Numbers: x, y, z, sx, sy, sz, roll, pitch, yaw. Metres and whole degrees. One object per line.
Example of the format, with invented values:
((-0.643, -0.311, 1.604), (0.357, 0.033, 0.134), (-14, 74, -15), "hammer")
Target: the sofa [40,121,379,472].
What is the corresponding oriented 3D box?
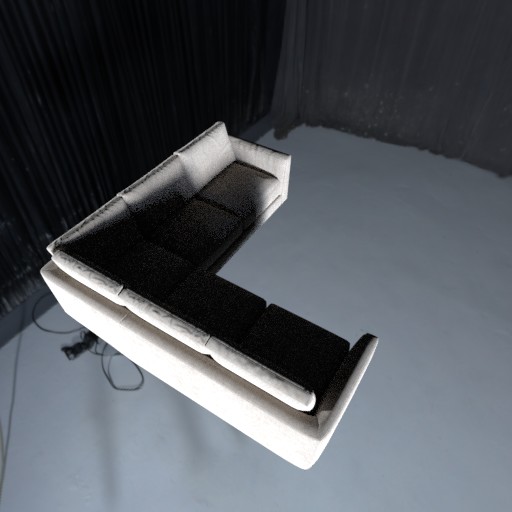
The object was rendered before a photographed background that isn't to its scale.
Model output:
((0.000, 0.000, 3.763), (2.438, 0.864, 2.438), (25, 51, 22), "sofa")
